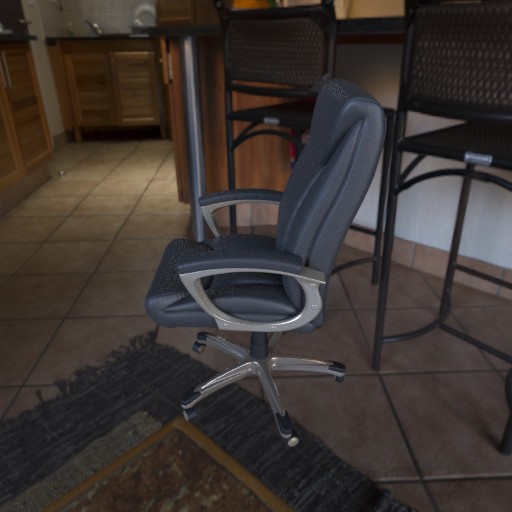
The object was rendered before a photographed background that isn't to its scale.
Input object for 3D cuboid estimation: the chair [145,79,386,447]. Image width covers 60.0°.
[{"bbox_3d":[0.000,0.000,1.620,0.748,1.188,0.694,0,27,0],"label":"chair"}]
